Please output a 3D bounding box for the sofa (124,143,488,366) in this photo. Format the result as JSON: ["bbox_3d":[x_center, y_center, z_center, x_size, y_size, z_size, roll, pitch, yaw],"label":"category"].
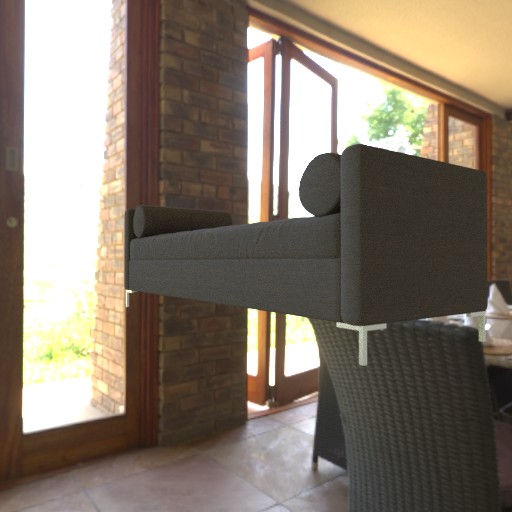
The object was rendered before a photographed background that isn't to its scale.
[{"bbox_3d":[0.000,0.000,2.226,0.686,0.635,1.981,1,-1,-35],"label":"sofa"}]
